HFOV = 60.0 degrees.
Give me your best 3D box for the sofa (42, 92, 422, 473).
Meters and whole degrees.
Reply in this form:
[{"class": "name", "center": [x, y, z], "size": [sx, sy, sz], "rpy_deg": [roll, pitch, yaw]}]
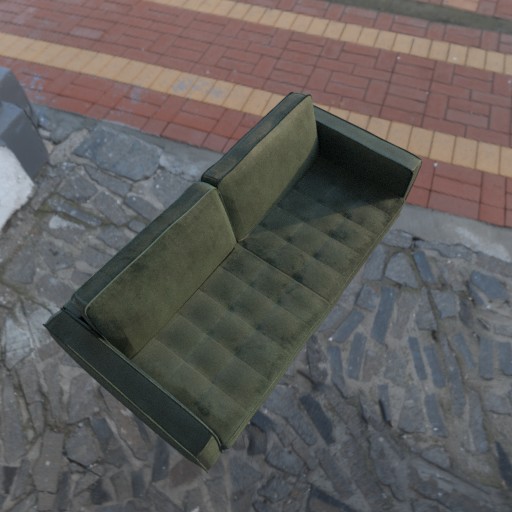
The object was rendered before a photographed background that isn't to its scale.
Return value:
[{"class": "sofa", "center": [0.000, 0.000, 2.214], "size": [0.886, 0.781, 1.816], "rpy_deg": [33, 64, 18]}]
